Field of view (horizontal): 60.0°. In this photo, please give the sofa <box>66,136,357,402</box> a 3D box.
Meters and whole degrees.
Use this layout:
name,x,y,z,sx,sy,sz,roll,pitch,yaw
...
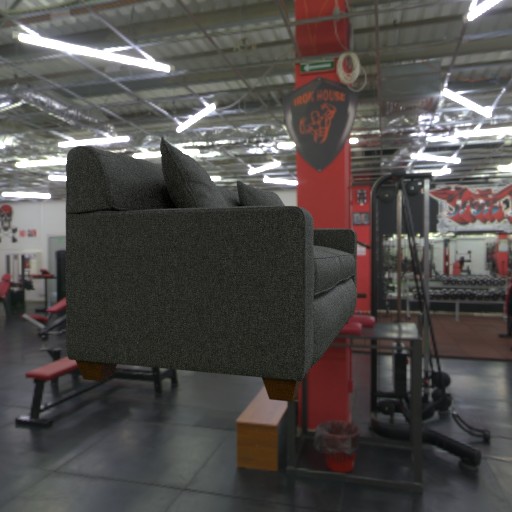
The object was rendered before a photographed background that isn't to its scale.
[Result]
name,x,y,z,sx,sy,sz,roll,pitch,yaw
sofa,0.000,0.000,2.442,0.998,0.958,1.846,0,1,18
